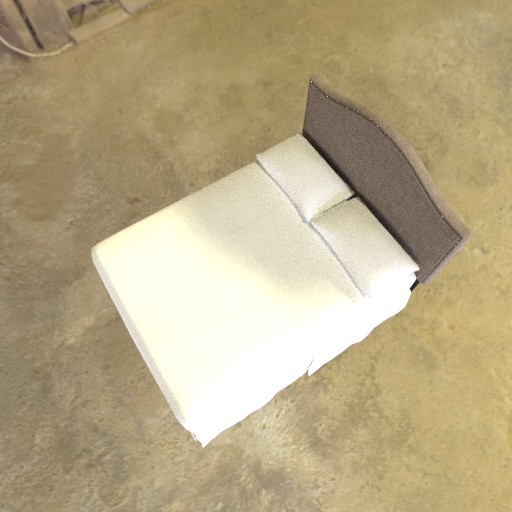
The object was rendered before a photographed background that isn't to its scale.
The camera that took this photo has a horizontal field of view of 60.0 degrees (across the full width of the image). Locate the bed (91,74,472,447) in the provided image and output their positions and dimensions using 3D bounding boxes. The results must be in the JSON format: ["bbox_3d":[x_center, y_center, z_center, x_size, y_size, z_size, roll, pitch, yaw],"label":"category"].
[{"bbox_3d":[0.000,0.000,3.298,2.153,1.518,1.713,-30,68,-14],"label":"bed"}]
